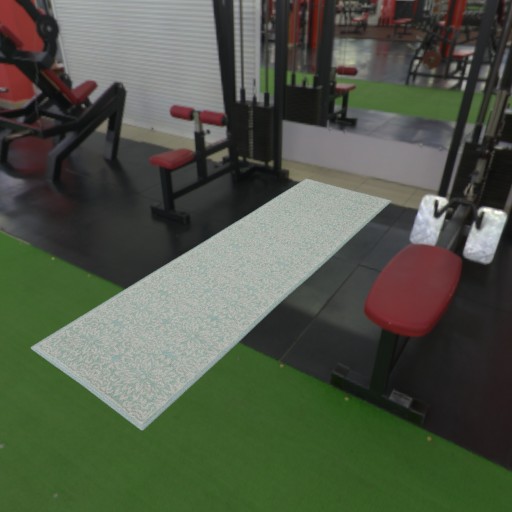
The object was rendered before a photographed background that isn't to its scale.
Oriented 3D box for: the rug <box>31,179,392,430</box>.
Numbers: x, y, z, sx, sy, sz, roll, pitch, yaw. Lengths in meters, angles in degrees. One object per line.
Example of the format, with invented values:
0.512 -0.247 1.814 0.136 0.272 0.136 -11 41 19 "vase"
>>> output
0.000 0.000 2.377 0.662 0.011 2.196 21 38 30 "rug"
